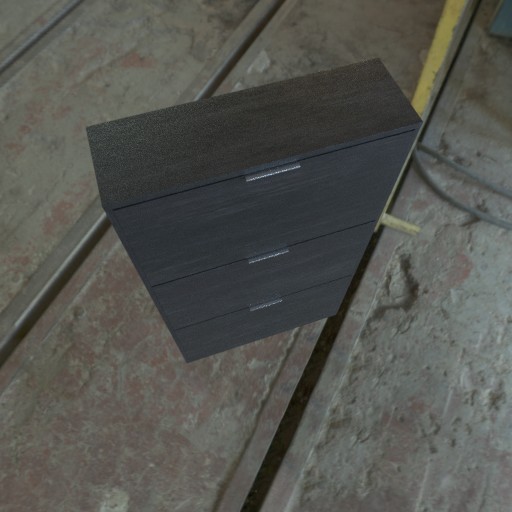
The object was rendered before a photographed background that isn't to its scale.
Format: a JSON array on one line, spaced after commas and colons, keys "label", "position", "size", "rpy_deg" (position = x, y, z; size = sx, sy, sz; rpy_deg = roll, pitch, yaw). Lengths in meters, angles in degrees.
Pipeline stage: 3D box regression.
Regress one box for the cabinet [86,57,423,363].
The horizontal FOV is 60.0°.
[{"label": "cabinet", "position": [0.000, 0.000, 1.593], "size": [0.750, 1.280, 0.250], "rpy_deg": [-17, 63, -9]}]
